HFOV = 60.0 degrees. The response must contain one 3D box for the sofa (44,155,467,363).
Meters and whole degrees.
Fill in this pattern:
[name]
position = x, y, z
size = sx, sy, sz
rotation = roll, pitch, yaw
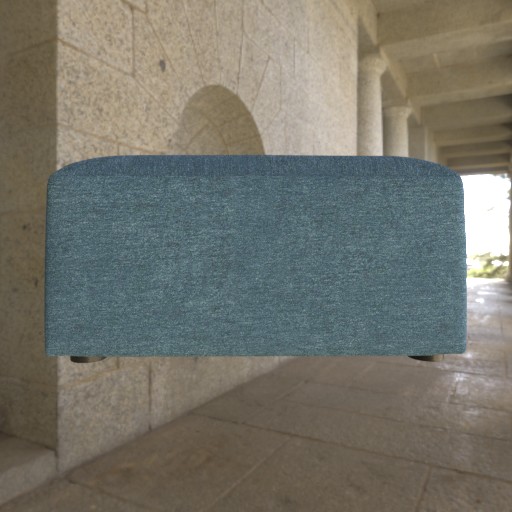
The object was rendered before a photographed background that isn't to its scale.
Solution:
[sofa]
position = 0.000, 0.000, 1.192
size = 0.930, 0.470, 0.480
rotation = 0, 0, -1
